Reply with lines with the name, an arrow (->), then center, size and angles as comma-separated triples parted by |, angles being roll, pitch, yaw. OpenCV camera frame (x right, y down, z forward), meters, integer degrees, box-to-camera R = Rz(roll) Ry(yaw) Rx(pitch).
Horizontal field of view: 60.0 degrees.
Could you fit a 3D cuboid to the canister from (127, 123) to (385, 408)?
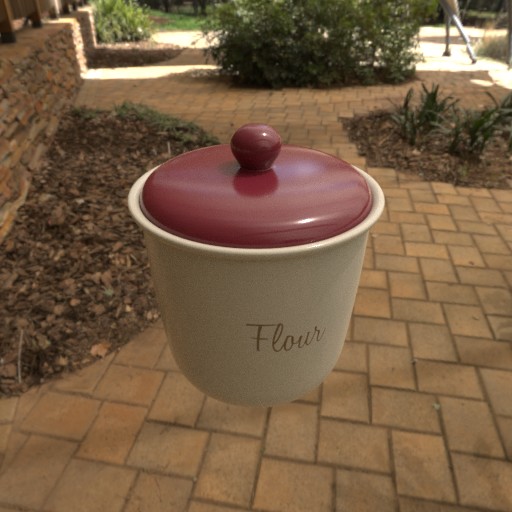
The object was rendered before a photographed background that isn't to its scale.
canister -> 0.000, 0.000, 0.353 | 0.182, 0.208, 0.182 | 0, 32, 0
